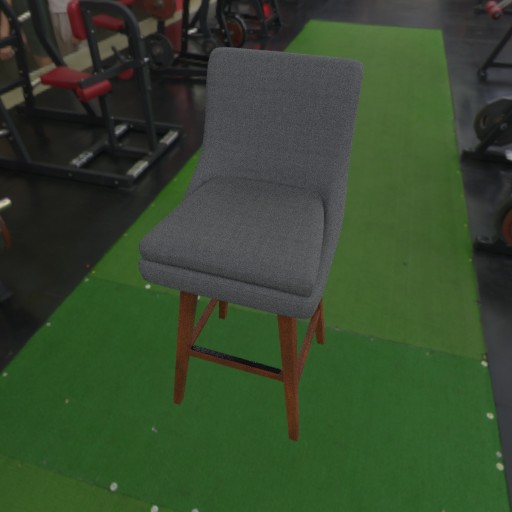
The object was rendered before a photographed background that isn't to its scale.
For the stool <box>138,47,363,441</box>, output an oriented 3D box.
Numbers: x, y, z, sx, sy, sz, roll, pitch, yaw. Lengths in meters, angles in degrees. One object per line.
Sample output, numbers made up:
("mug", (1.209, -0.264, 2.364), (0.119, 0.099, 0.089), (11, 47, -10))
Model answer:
("stool", (0.000, 0.000, 1.267), (0.447, 0.977, 0.524), (12, 41, 14))
